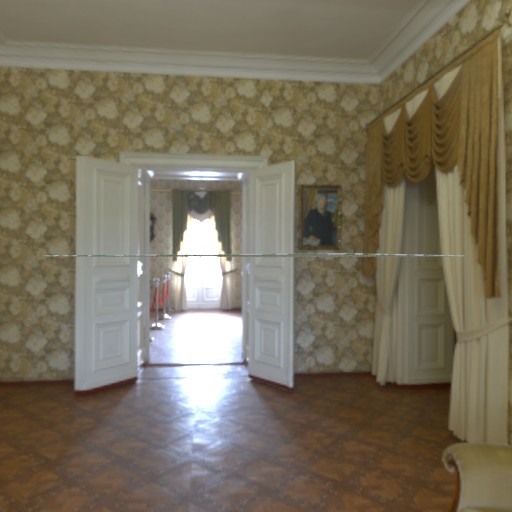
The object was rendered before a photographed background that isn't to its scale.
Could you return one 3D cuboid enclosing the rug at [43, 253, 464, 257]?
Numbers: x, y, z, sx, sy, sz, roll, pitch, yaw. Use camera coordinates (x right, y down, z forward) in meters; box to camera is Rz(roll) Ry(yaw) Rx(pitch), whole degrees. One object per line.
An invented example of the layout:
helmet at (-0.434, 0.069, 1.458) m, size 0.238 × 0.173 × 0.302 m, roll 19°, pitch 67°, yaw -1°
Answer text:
rug at (0.000, 0.000, 4.097) m, size 3.045 × 0.007 × 2.436 m, roll 0°, pitch 0°, yaw 37°
